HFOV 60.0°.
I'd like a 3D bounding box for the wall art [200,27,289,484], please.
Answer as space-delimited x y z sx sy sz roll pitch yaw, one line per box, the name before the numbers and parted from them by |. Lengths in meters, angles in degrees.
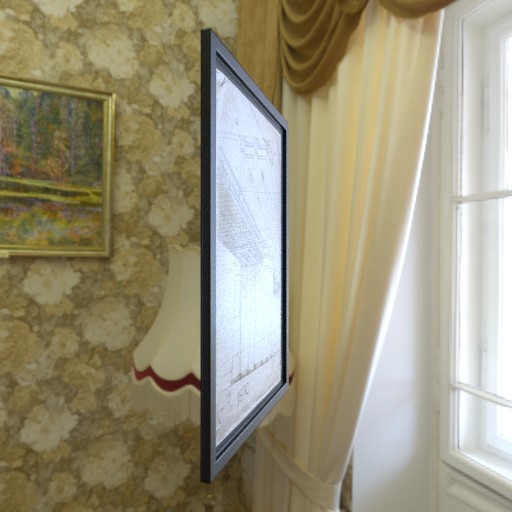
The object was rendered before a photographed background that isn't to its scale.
wall art | 0.000 0.000 0.869 0.016 0.657 0.480 0 0 18
